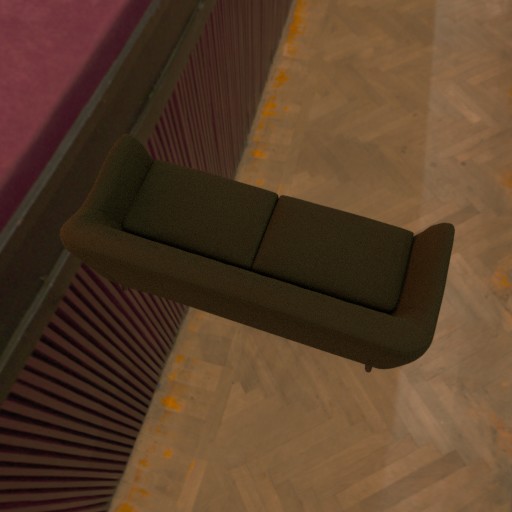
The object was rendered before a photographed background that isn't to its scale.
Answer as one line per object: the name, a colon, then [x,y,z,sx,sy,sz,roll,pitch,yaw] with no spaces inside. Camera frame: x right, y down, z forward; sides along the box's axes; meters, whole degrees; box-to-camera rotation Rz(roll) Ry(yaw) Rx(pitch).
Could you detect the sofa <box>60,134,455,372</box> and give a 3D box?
sofa: [0.000,0.000,2.318,1.840,0.836,0.820,17,65,8]
